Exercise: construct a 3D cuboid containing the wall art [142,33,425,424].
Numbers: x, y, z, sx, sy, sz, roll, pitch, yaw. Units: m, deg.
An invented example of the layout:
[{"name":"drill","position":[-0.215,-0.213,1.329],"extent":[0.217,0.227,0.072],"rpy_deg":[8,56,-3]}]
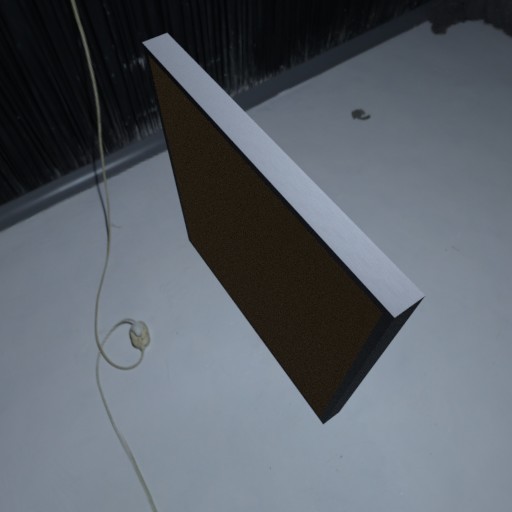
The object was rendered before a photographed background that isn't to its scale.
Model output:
[{"name":"wall art","position":[0.000,0.000,0.740],"extent":[0.040,0.509,0.509],"rpy_deg":[-30,63,-17]}]
